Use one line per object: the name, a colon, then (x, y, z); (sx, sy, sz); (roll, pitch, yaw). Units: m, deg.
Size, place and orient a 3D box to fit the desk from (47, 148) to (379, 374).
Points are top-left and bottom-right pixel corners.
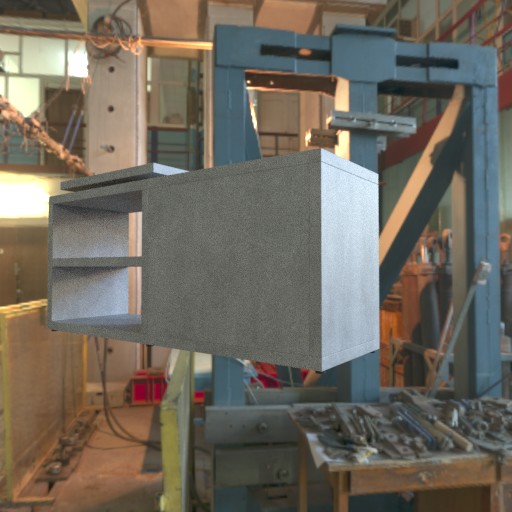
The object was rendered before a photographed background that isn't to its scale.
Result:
desk: (0.000, 0.000, 2.290); (1.500, 0.740, 1.400); (-1, -2, 36)
